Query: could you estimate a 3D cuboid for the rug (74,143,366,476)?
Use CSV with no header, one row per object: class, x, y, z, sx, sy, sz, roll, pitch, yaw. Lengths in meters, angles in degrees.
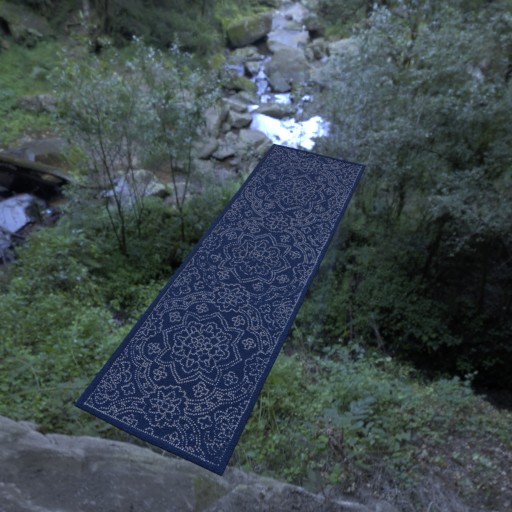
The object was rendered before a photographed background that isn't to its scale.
rug,0.000,0.000,2.712,0.769,0.012,2.448,18,48,16
